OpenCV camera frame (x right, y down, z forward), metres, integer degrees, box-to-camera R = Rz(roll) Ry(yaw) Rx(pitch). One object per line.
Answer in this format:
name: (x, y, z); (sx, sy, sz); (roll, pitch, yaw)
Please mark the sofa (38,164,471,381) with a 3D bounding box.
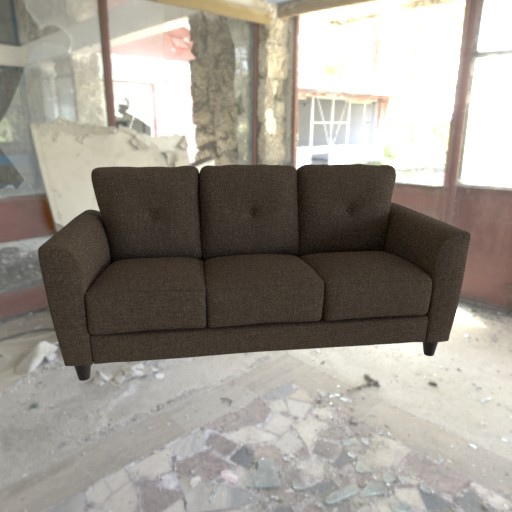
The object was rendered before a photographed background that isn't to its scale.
sofa: (0.000, 0.000, 2.285); (1.847, 0.891, 0.837); (-2, 16, -7)
